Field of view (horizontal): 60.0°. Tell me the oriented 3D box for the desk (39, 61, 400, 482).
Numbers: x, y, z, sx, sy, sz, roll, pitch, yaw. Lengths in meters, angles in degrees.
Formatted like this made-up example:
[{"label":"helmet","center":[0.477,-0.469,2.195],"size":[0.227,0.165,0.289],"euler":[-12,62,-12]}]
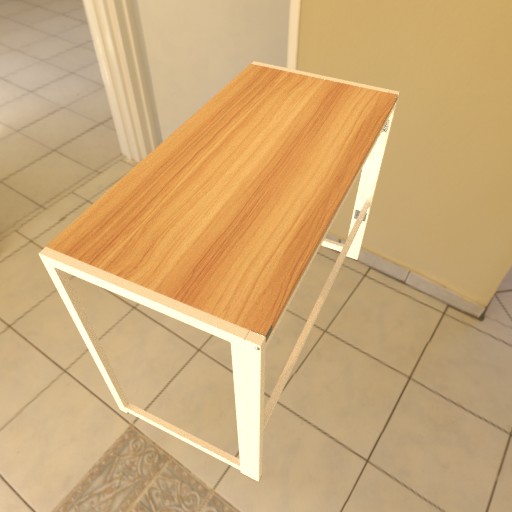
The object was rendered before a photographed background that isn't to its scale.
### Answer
[{"label":"desk","center":[0.000,0.000,1.425],"size":[0.508,0.762,1.016],"euler":[19,50,17]}]
